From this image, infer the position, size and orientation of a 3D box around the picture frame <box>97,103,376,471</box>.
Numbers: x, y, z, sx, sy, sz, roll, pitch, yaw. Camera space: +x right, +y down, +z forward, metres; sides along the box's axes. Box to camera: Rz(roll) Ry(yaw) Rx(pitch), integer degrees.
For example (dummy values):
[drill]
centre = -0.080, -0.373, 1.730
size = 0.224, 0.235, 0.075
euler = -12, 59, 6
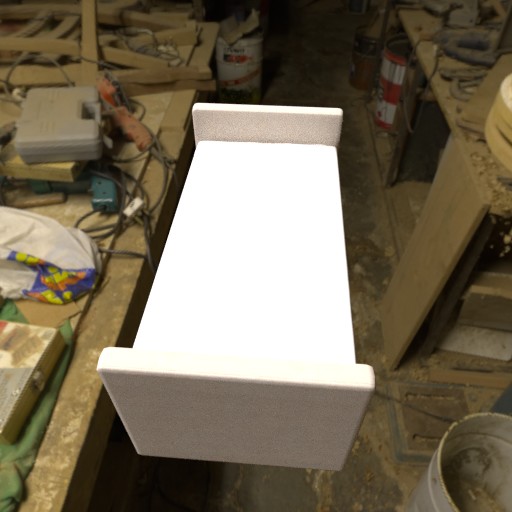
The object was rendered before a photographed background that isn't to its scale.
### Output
[picture frame]
centre = 0.000, 0.000, 2.721
size = 1.069, 0.891, 2.161
euler = 3, 46, 3
